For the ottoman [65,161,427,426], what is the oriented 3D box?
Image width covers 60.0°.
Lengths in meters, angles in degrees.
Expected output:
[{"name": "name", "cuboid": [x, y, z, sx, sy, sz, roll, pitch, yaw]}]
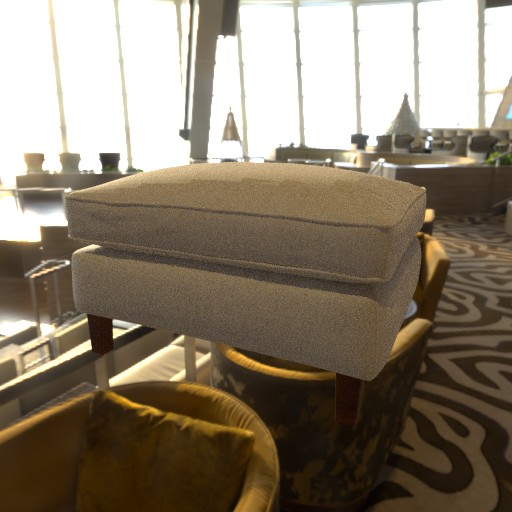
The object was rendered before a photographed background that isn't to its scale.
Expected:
[{"name": "ottoman", "cuboid": [0.000, 0.000, 0.987, 0.665, 0.406, 0.501, 8, 18, 25]}]
